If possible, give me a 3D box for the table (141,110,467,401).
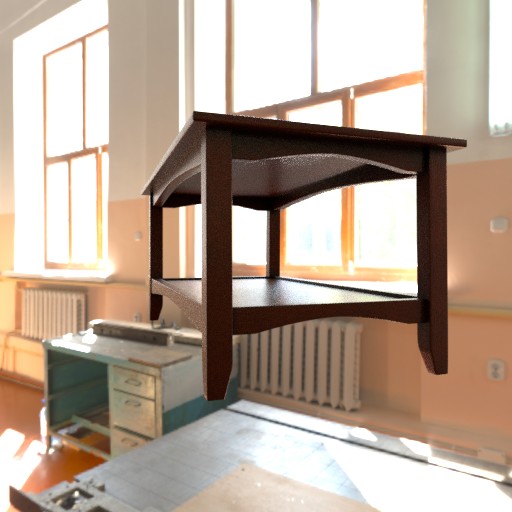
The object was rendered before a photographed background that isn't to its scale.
[{"bbox_3d":[0.000,0.000,1.211,0.533,0.456,0.943,0,1,-19],"label":"table"}]
